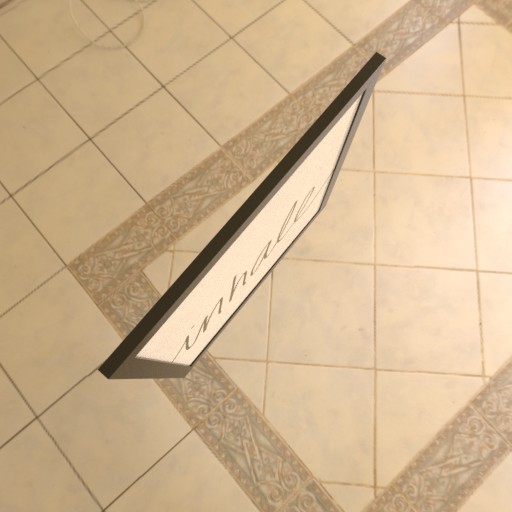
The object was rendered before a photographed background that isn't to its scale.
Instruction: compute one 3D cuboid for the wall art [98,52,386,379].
[{"bbox_3d":[0.000,0.000,0.665,0.014,0.445,0.446,38,78,9],"label":"wall art"}]
